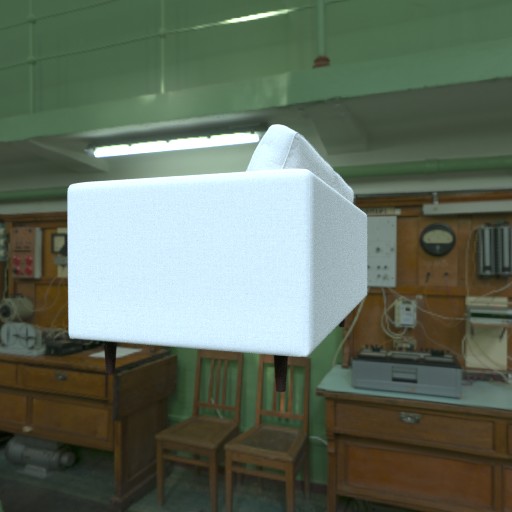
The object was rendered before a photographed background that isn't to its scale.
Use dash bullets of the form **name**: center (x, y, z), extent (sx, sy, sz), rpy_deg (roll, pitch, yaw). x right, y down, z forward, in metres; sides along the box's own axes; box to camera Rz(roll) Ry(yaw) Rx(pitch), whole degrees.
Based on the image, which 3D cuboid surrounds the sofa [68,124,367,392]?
- **sofa**: center (0.000, 0.000, 2.230), extent (0.940, 0.893, 1.713), rpy_deg (0, 0, 19)
